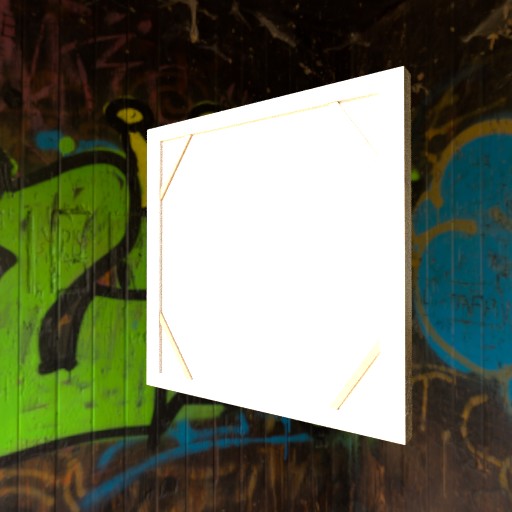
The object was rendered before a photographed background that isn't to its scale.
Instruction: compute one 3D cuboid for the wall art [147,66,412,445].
[{"bbox_3d":[0.000,0.000,0.903,0.610,0.610,0.038,0,-1,35],"label":"wall art"}]
